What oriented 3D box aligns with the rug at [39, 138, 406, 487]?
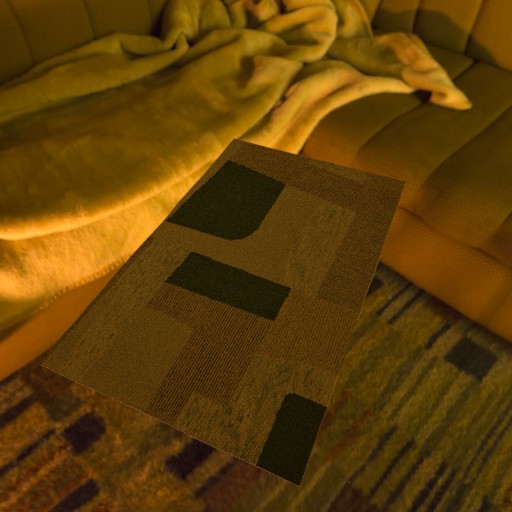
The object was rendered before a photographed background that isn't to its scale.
[{"bbox_3d":[0.000,0.000,2.963,1.521,0.015,2.436,18,50,16],"label":"rug"}]
